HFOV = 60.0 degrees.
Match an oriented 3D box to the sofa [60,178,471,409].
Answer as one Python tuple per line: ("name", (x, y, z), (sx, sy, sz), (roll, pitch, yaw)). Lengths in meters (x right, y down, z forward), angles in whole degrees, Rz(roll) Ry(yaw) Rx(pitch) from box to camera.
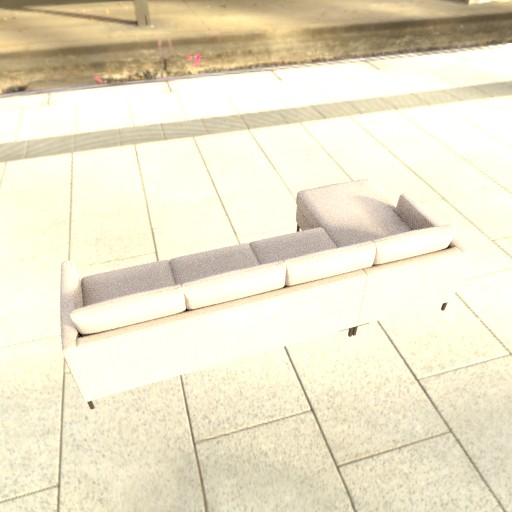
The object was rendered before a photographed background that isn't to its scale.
("sofa", (0.000, 0.000, 3.576), (2.923, 0.816, 1.469), (-12, 42, -14))
